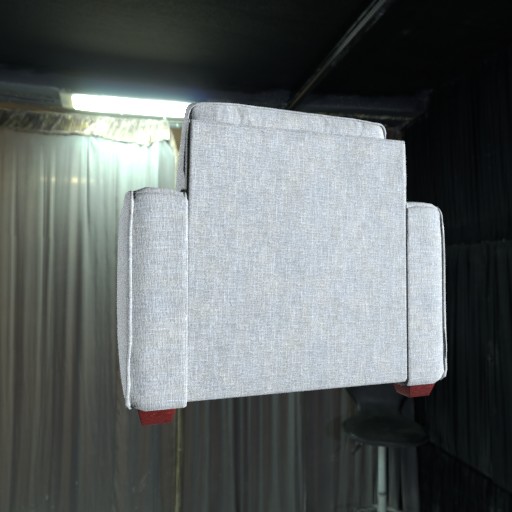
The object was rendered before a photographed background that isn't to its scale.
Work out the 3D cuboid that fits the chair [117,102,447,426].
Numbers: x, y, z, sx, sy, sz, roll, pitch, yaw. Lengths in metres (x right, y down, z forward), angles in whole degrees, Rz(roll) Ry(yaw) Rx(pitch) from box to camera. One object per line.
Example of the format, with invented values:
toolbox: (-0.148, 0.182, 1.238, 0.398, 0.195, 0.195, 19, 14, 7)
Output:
chair: (0.000, 0.000, 1.706, 1.016, 0.914, 0.940, 1, -2, -18)
